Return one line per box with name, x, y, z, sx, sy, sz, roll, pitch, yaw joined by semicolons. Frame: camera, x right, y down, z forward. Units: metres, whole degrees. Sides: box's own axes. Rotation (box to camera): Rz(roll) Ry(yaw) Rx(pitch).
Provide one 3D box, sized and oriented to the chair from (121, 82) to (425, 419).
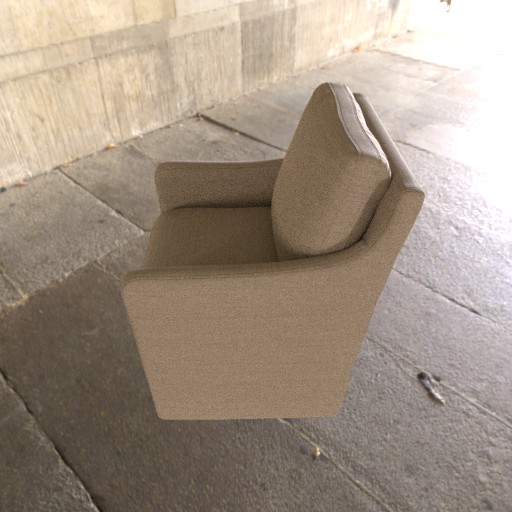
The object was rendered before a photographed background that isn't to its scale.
chair;0.000;0.000;1.380;0.694;0.914;0.626;-1;40;-1
